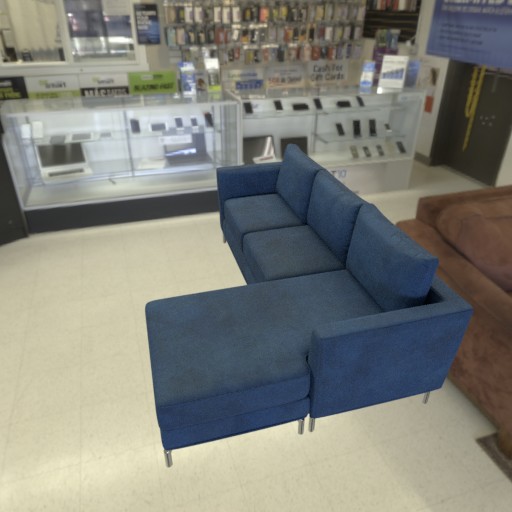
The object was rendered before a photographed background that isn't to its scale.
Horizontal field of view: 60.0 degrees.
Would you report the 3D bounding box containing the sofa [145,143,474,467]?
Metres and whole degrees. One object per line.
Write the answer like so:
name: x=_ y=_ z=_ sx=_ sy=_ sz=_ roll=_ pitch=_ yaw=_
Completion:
sofa: x=0.000 y=0.000 z=3.181 sx=1.622 sy=0.987 sz=2.438 roll=-8 pitch=31 yaw=-14
